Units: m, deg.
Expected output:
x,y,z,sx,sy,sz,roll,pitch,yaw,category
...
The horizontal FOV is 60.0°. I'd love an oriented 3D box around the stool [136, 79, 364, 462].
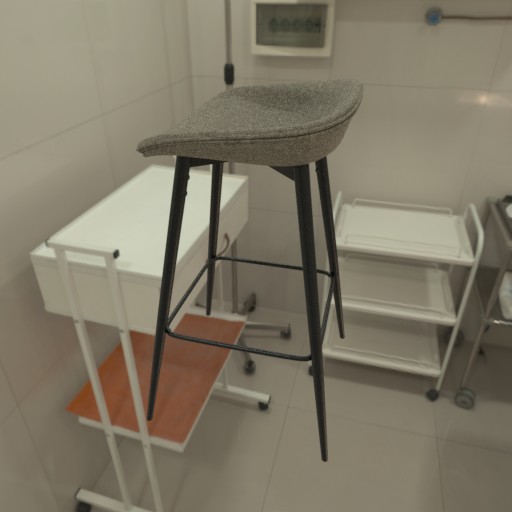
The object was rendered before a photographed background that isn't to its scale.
x,y,z,sx,sy,sz,roll,pitch,yaw,category
0.000,0.000,1.102,0.480,0.814,0.469,8,32,13,stool
